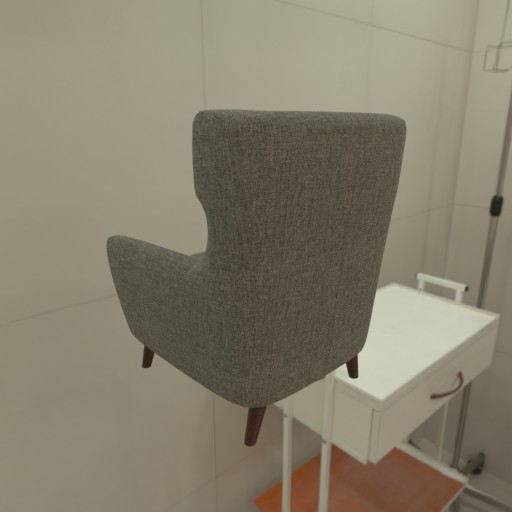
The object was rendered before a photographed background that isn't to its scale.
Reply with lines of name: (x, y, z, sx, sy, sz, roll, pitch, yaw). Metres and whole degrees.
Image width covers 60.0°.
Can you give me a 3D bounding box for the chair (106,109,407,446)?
chair: (0.000, 0.000, 1.737, 0.878, 1.063, 0.904, -15, 22, -41)
